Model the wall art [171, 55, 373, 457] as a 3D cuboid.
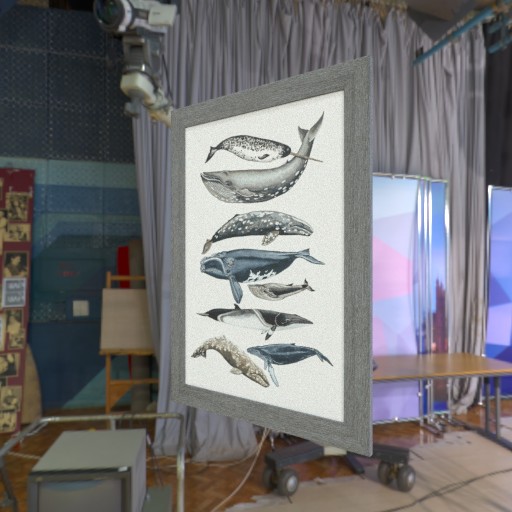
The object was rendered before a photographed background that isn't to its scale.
[{"bbox_3d":[0.000,0.000,1.416,0.768,1.070,0.020,0,0,36],"label":"wall art"}]
